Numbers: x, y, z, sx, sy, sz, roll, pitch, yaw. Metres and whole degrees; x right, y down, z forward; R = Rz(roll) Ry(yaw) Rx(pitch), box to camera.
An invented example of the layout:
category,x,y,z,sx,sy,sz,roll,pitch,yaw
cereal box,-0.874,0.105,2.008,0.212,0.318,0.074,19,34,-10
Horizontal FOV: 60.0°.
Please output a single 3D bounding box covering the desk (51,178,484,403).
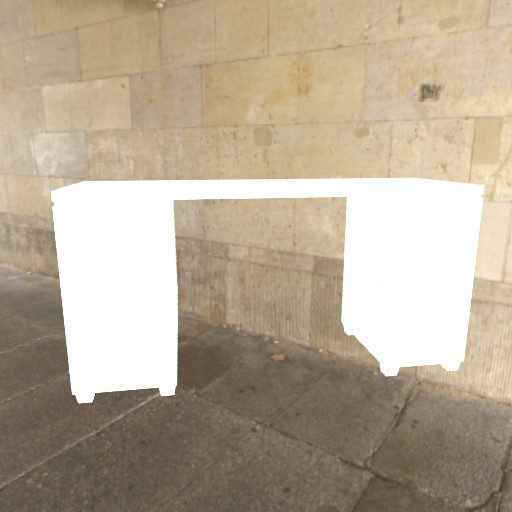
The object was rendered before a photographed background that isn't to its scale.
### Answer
category,x,y,z,sx,sy,sz,roll,pitch,yaw
desk,0.000,0.000,2.193,1.524,0.759,1.199,-2,13,-9
